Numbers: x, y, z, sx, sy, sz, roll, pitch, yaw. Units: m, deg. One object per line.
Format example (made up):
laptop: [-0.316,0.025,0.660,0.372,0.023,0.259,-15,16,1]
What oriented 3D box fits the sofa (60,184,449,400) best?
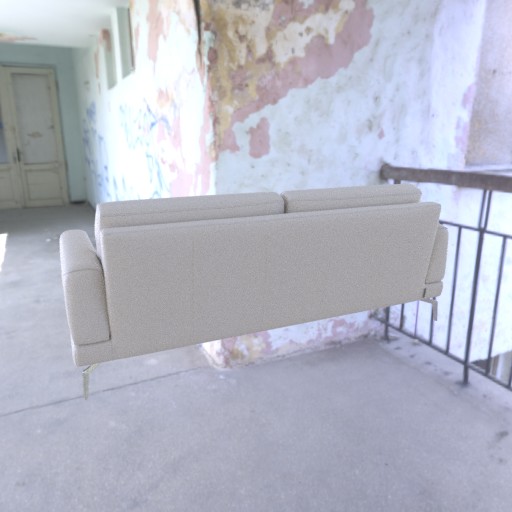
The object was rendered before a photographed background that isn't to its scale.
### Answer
sofa: [0.000,0.000,2.400,1.940,0.765,0.974,-7,17,-23]
